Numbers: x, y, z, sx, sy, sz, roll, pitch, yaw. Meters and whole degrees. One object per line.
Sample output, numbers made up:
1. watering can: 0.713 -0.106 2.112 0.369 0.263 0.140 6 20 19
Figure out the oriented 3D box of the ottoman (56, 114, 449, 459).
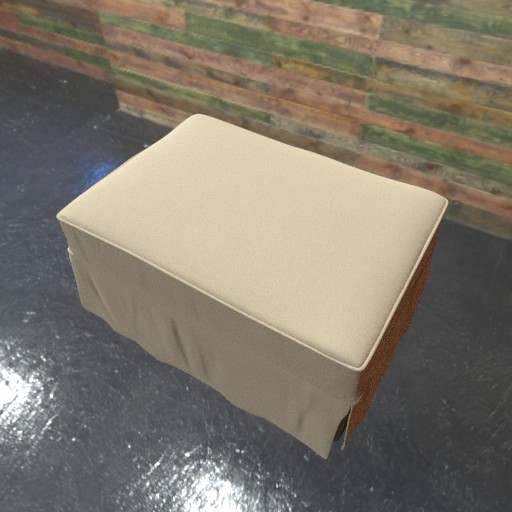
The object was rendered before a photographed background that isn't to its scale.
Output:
1. ottoman: 0.000 0.000 1.352 0.959 0.482 0.721 24 51 21
